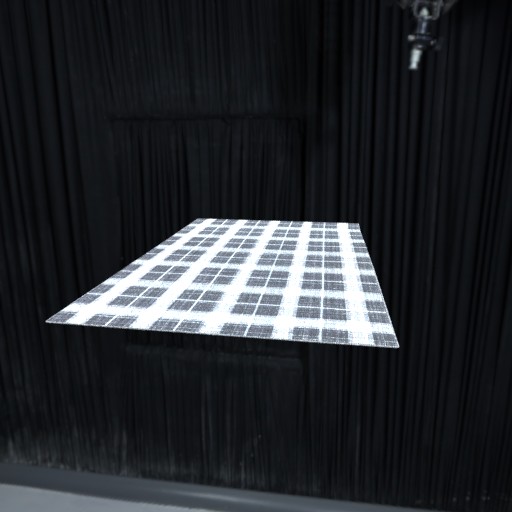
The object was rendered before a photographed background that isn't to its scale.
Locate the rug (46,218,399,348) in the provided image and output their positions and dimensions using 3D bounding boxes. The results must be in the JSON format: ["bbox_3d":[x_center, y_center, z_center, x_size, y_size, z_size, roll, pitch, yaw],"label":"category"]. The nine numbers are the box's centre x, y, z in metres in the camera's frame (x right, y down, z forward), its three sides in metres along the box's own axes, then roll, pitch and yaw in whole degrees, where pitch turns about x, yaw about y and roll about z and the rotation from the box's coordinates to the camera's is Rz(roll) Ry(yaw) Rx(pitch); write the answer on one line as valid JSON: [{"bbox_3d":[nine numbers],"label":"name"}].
[{"bbox_3d":[0.000,0.000,2.999,1.520,0.015,2.434,2,16,9],"label":"rug"}]
